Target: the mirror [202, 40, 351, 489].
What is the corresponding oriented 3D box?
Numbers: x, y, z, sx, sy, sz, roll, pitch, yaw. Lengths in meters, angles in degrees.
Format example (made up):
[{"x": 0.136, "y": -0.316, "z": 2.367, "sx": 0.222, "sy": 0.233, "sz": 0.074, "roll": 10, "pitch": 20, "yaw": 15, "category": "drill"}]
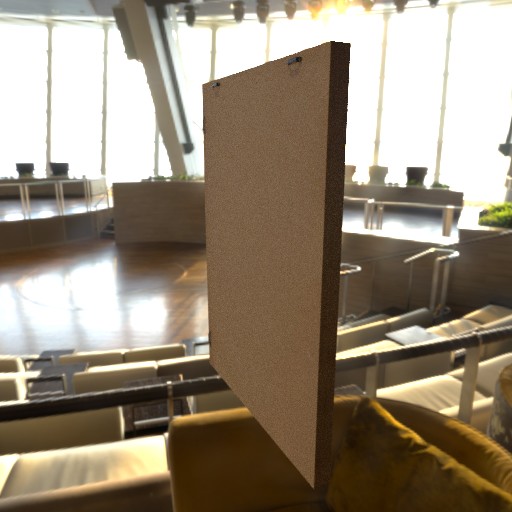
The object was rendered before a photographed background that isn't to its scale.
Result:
[{"x": 0.000, "y": 0.000, "z": 0.902, "sx": 0.039, "sy": 0.711, "sz": 0.508, "roll": -7, "pitch": 16, "yaw": -26, "category": "mirror"}]
